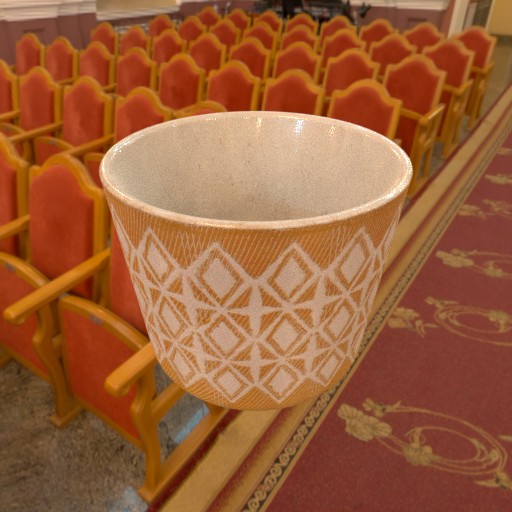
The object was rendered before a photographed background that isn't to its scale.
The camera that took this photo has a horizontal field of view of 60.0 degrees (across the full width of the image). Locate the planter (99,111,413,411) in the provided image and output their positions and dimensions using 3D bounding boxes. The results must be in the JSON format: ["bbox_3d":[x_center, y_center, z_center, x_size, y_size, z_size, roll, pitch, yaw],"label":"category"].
[{"bbox_3d":[0.000,0.000,0.214,0.126,0.104,0.126,0,33,0],"label":"planter"}]
